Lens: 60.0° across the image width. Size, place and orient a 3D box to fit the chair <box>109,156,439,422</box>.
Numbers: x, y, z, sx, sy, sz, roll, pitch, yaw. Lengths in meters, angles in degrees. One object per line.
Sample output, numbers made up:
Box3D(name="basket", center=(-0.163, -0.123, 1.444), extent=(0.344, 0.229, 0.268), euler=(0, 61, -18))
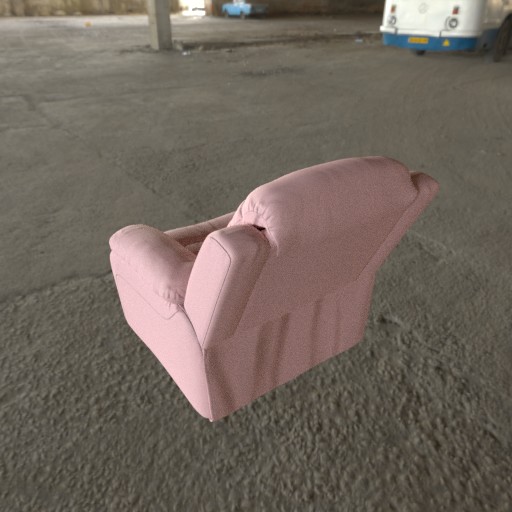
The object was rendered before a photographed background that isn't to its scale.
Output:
Box3D(name="chair", center=(0.000, 0.000, 1.283), extent=(0.680, 0.702, 0.709), euler=(-20, 36, -29))
